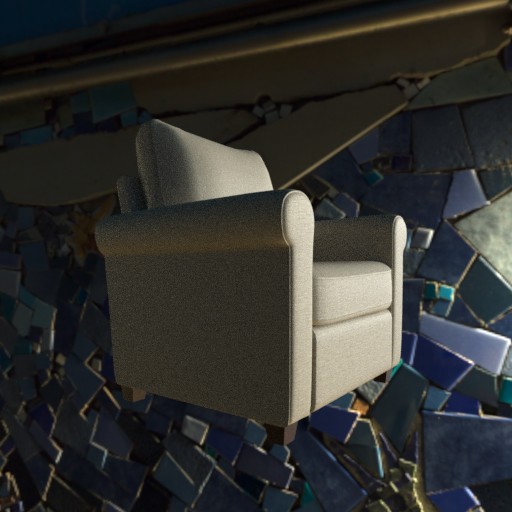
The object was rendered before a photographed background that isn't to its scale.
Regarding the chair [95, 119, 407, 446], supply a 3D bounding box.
[{"bbox_3d":[0.000,0.000,2.290,1.180,1.349,1.275,-1,-1,36],"label":"chair"}]
